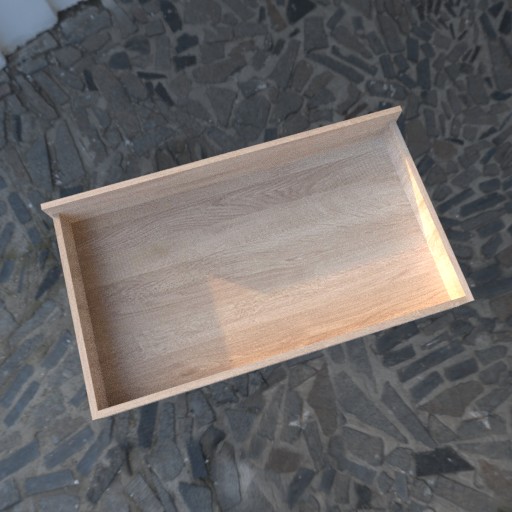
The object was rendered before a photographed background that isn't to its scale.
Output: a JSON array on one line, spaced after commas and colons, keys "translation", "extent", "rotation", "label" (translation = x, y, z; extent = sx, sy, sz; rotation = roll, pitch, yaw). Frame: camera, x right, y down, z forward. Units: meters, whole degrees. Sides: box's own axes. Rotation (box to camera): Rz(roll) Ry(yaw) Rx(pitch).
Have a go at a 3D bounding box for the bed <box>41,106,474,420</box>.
[{"translation": [0.000, 0.000, 1.443], "extent": [1.200, 0.209, 0.685], "rotation": [-16, 75, -4], "label": "bed"}]
